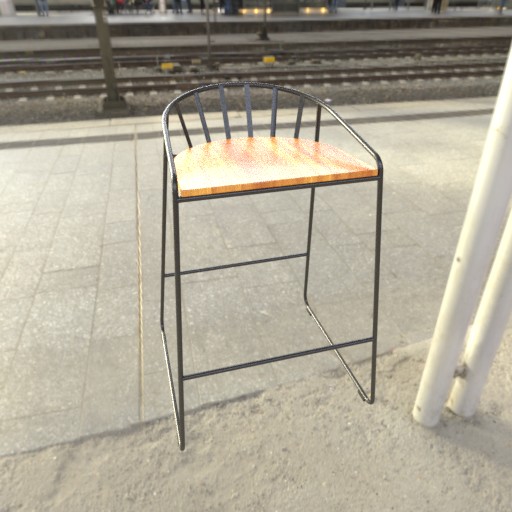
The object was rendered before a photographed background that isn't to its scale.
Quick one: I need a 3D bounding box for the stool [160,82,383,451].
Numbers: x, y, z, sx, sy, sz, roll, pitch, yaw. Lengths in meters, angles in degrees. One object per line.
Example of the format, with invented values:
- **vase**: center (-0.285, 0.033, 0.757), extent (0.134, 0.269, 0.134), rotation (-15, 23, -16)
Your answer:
- **stool**: center (0.000, 0.000, 1.193), extent (0.546, 0.812, 0.521), rotation (-8, 32, -14)
